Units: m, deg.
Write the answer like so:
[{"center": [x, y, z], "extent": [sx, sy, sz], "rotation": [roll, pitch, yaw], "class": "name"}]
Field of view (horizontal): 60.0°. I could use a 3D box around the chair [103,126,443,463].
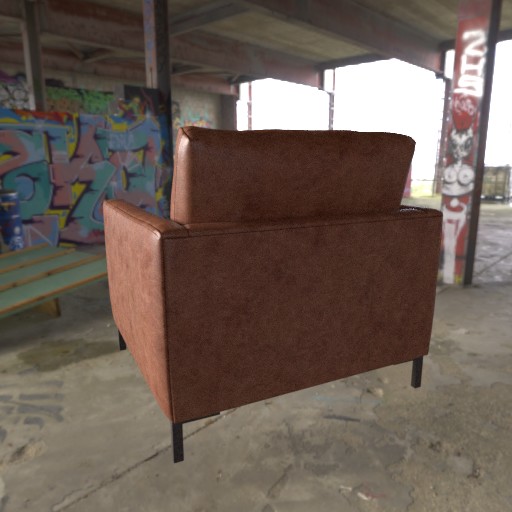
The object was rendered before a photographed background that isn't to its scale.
[{"center": [0.000, 0.000, 1.628], "extent": [0.967, 0.869, 0.862], "rotation": [-6, 14, -26], "class": "chair"}]
